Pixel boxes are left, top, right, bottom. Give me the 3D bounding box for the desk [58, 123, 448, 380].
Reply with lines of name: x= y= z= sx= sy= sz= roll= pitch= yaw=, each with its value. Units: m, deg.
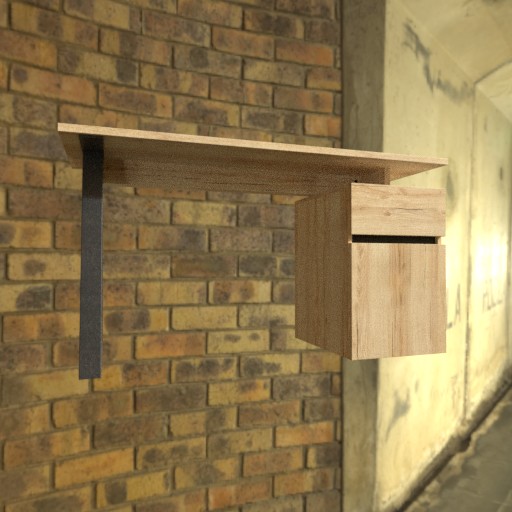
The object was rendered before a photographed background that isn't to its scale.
desk: x=0.000 y=0.000 z=1.766 sx=1.400 sy=0.760 sz=0.550 roll=0 pitch=-1 yaw=-19
